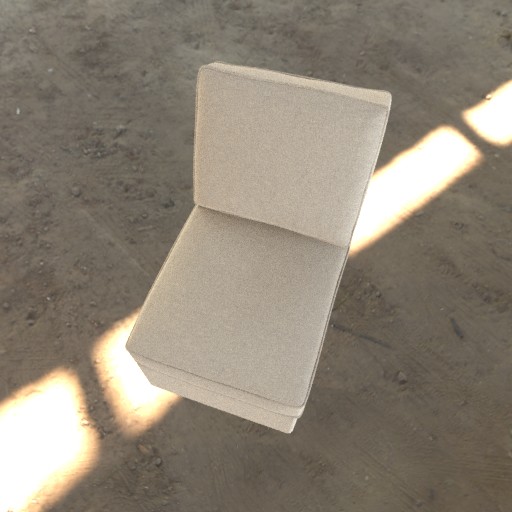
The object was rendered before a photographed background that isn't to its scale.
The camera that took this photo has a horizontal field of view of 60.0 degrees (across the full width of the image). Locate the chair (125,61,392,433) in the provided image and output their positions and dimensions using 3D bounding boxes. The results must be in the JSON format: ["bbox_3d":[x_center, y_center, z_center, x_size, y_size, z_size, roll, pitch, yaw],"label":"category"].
[{"bbox_3d":[0.000,0.000,1.571,0.621,0.970,0.938,16,59,10],"label":"chair"}]
